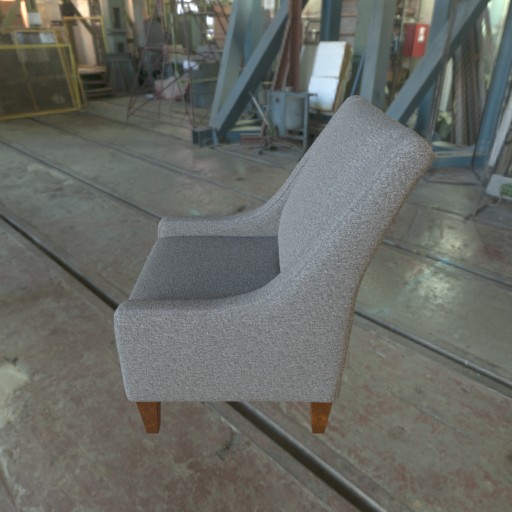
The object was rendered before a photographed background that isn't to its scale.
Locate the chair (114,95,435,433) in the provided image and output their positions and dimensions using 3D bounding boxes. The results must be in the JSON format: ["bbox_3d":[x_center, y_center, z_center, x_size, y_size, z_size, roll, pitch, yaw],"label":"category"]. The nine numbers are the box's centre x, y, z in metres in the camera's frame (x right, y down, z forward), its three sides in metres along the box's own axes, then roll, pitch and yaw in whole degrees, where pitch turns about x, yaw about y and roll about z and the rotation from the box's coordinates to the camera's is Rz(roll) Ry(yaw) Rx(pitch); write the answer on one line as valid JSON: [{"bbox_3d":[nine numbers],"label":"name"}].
[{"bbox_3d":[0.000,0.000,1.603,0.870,1.016,0.774,0,27,0],"label":"chair"}]
